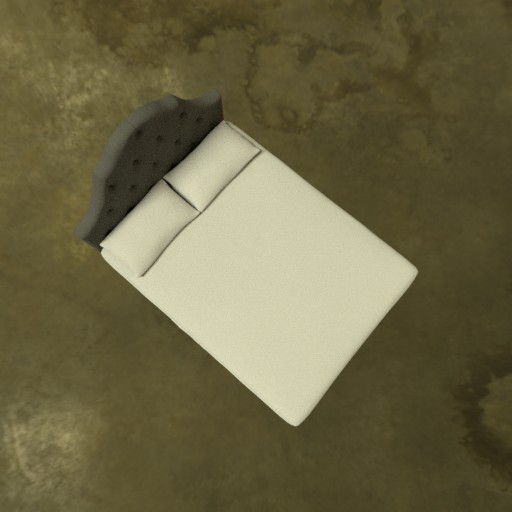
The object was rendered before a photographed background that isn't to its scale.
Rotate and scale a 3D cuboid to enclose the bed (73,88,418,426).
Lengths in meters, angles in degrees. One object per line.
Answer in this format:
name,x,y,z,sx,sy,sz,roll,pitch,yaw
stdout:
bed,0.000,0.000,3.370,2.155,1.575,1.636,40,80,8
